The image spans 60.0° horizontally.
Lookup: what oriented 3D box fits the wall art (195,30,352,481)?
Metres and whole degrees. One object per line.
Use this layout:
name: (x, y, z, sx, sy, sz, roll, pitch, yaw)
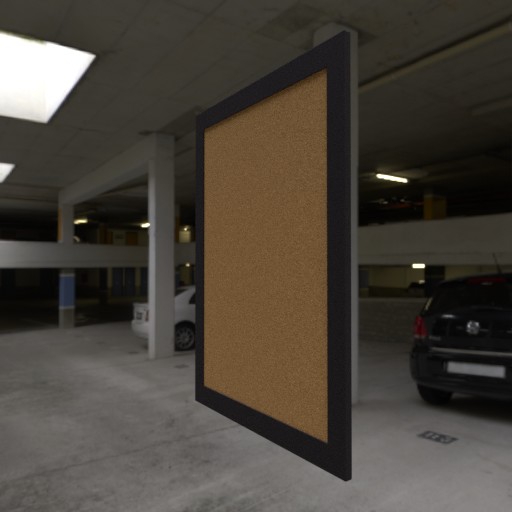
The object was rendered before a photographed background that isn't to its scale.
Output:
wall art: (0.000, 0.000, 0.673, 0.012, 0.529, 0.374, 1, -1, -35)
